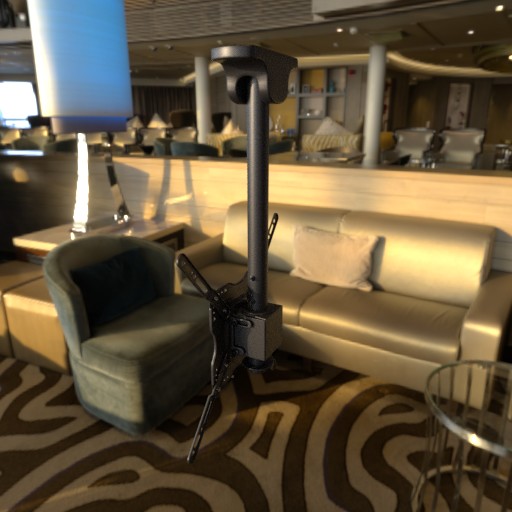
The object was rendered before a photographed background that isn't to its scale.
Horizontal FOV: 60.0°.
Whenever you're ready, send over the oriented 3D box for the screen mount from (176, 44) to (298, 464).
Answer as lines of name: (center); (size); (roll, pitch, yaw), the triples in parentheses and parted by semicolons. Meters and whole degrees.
screen mount: (0.000, 0.000, 0.871); (0.090, 0.729, 0.393); (8, 19, 26)
